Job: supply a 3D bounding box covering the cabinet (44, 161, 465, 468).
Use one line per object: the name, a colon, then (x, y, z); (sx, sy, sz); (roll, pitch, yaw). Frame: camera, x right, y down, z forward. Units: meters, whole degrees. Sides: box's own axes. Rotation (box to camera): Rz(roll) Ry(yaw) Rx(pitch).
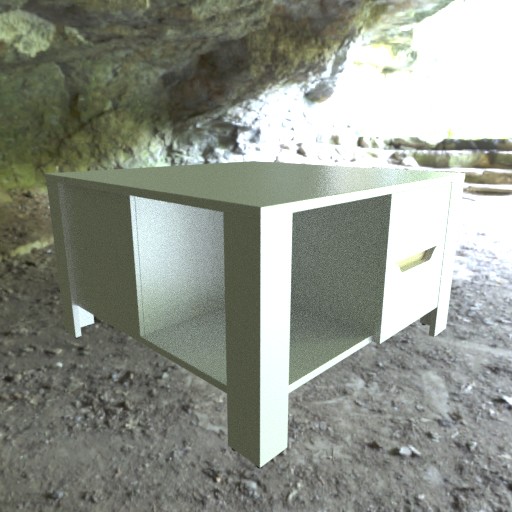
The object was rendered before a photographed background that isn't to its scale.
cabinet: (0.000, 0.000, 1.251); (0.800, 0.460, 0.800); (15, 21, 42)
